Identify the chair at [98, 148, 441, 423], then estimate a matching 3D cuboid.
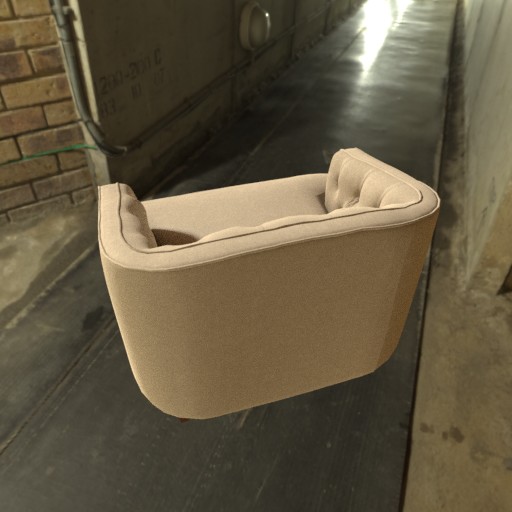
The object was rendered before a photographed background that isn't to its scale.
[{"bbox_3d":[0.000,0.000,1.763,1.104,0.852,0.941,-11,41,-13],"label":"chair"}]
